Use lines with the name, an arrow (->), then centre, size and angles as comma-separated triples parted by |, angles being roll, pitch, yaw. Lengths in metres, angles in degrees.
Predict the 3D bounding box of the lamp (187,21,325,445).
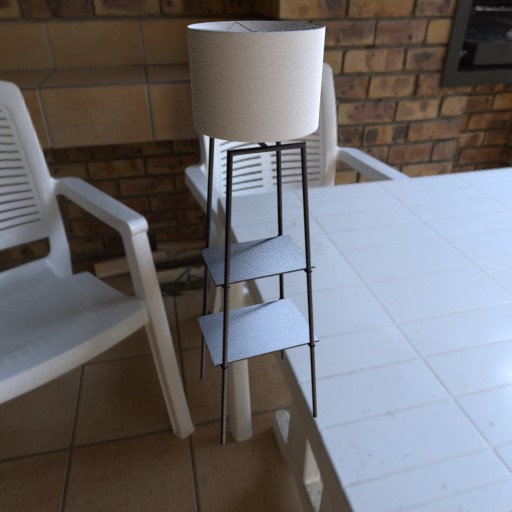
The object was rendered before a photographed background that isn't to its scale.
lamp -> 0.000, 0.000, 1.595 | 0.427, 1.474, 0.384 | -10, 33, -16
